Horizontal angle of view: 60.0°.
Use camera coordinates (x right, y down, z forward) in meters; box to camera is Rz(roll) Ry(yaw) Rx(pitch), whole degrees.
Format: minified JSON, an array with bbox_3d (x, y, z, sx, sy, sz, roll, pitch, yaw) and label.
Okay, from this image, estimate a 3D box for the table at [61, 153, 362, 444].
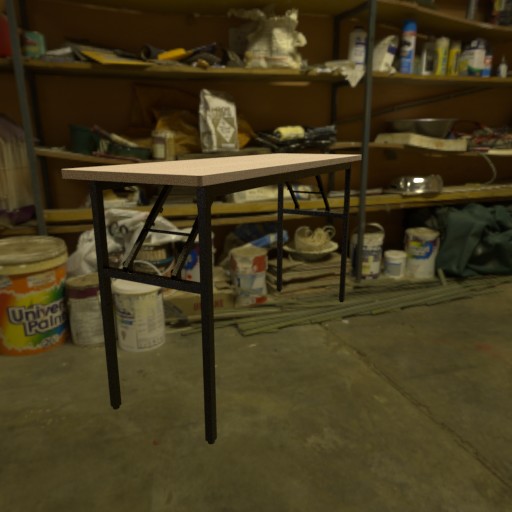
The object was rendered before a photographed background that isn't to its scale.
[{"bbox_3d":[0.000,0.000,1.767,0.447,0.750,1.397,8,17,26],"label":"table"}]
